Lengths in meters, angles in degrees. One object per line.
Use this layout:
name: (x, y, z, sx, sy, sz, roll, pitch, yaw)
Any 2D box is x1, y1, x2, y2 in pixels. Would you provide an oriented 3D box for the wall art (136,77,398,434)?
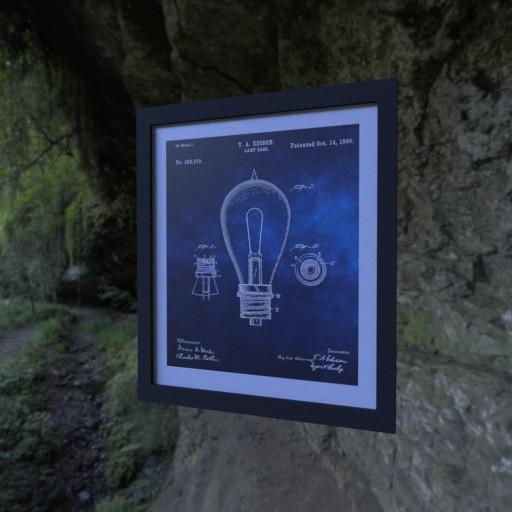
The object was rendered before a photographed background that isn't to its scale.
wall art: (0.000, 0.000, 0.707, 0.428, 0.505, 0.023, 0, 1, 19)
